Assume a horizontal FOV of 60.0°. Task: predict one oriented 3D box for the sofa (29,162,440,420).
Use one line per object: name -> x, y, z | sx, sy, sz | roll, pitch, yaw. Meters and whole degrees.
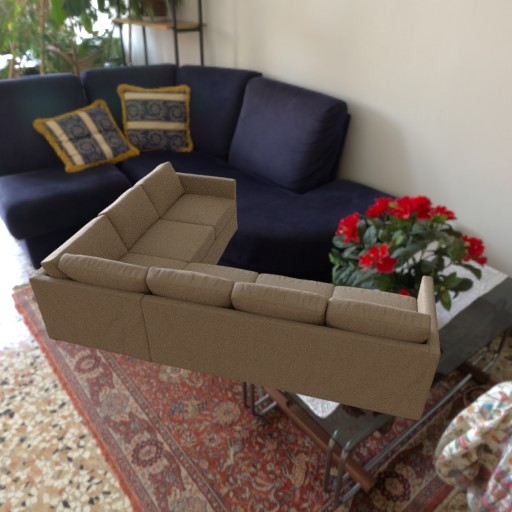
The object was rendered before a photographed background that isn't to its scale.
sofa -> 0.000, 0.000, 4.337 | 3.182, 0.871, 2.432 | 9, 34, 13
